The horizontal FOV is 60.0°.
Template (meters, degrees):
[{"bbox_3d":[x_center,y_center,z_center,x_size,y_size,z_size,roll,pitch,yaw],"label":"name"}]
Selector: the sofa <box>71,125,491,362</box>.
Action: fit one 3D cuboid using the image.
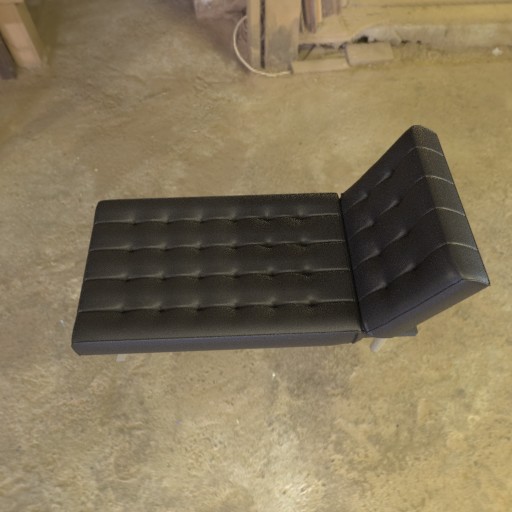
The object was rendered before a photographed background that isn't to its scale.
[{"bbox_3d":[0.000,0.000,1.968,1.560,0.820,0.760,-2,58,-1],"label":"sofa"}]
